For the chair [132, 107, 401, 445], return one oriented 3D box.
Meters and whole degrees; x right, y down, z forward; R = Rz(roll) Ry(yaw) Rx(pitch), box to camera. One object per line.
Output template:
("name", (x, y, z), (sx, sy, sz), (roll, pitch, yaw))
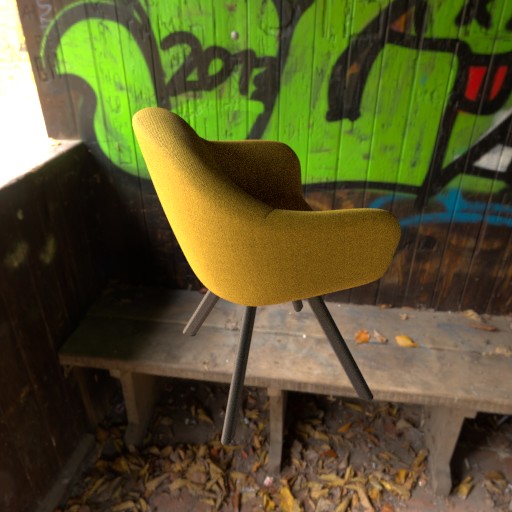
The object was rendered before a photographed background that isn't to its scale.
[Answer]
("chair", (0.000, 0.000, 1.198), (0.550, 0.795, 0.590), (-10, 32, -17))
